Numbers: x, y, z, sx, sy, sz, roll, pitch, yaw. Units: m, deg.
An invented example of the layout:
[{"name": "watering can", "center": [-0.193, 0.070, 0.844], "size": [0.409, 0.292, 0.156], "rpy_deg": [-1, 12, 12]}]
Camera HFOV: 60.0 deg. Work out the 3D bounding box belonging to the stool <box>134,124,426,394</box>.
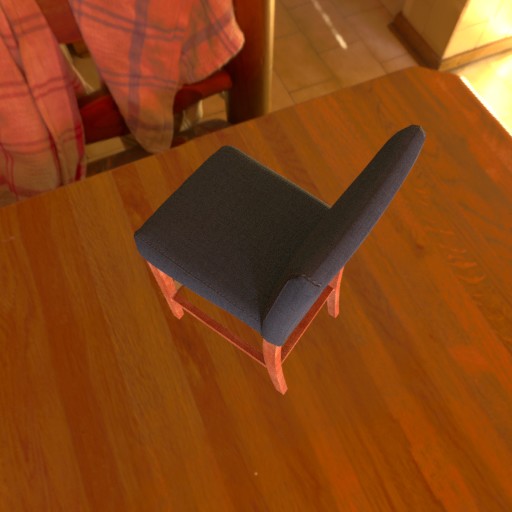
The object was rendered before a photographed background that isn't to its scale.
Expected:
[{"name": "stool", "center": [0.000, 0.000, 1.362], "size": [0.574, 1.088, 0.454], "rpy_deg": [33, 68, 15]}]
